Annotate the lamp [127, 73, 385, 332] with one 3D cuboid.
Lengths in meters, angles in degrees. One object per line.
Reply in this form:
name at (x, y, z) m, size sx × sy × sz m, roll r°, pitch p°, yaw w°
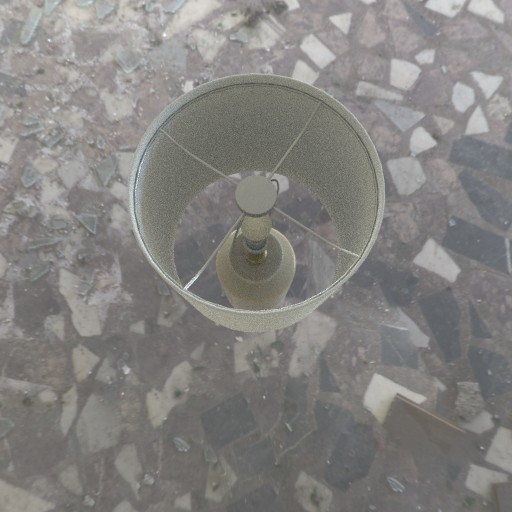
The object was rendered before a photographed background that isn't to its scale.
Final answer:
lamp at (0.000, 0.000, 0.603) m, size 0.212 × 0.493 × 0.212 m, roll 34°, pitch 79°, yaw 8°
